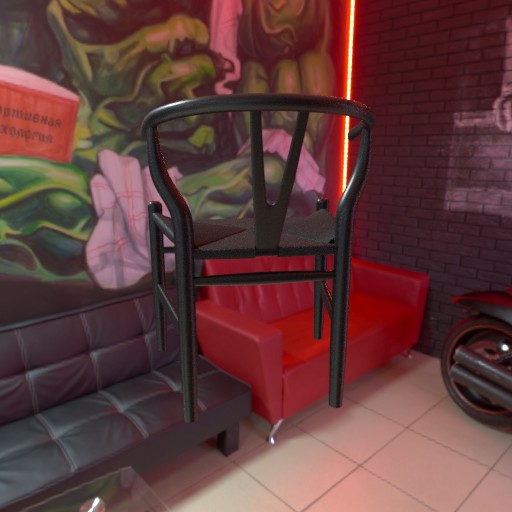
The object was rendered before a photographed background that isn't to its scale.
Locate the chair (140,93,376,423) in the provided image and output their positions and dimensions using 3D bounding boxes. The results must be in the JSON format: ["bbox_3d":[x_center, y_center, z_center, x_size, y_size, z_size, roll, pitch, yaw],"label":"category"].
[{"bbox_3d":[0.000,0.000,1.143,0.569,0.730,0.579,-2,14,-9],"label":"chair"}]
